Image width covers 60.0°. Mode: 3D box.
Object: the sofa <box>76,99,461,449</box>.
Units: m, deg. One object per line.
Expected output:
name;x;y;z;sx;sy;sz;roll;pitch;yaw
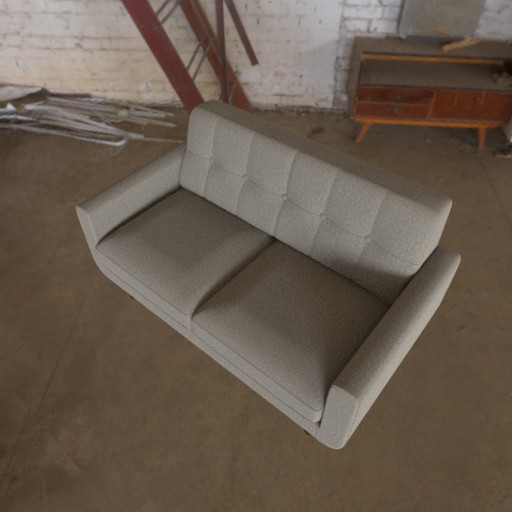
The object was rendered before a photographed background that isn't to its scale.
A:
sofa;0.000;0.000;2.227;1.651;0.925;0.952;31;54;26
